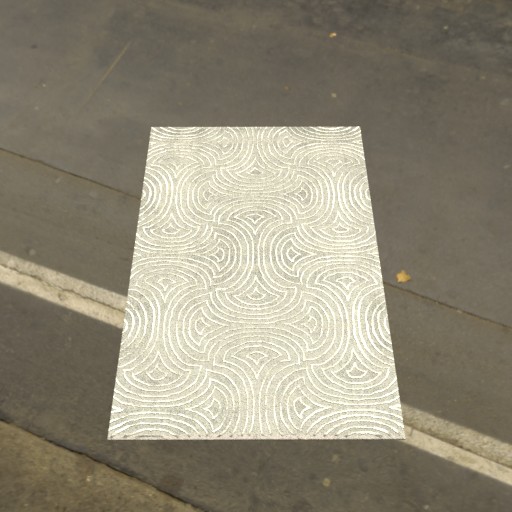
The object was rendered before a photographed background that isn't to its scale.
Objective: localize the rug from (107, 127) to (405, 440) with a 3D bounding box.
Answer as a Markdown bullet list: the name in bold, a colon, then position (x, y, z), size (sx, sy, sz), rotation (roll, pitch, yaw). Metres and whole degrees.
- **rug**: position (0.000, 0.000, 2.785), size (1.543, 0.015, 2.144), rotation (0, 63, 0)
